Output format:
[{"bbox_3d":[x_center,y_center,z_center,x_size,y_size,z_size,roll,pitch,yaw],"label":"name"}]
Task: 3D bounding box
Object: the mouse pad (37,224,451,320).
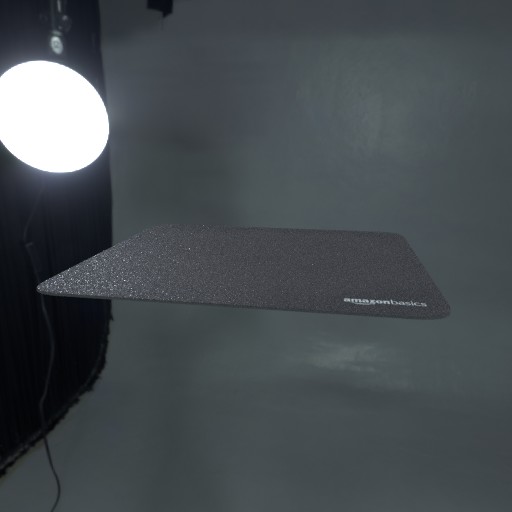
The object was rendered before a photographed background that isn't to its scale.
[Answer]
[{"bbox_3d":[0.000,0.000,0.441,0.315,0.002,0.269,3,16,9],"label":"mouse pad"}]
